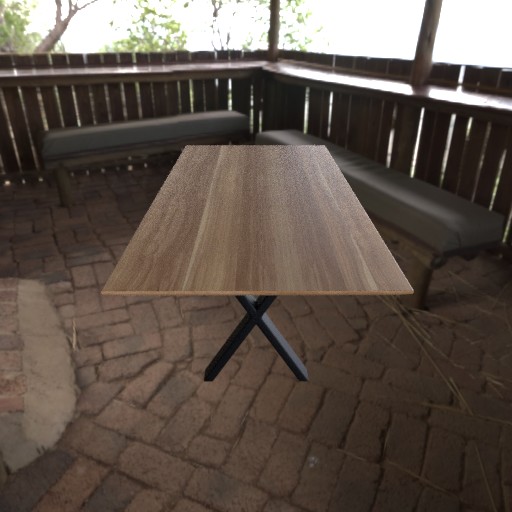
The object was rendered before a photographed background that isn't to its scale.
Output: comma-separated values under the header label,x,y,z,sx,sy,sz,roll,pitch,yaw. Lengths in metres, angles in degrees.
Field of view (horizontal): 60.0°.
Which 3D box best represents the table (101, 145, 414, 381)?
label,x,y,z,sx,sy,sz,roll,pitch,yaw
table,0.000,0.000,2.479,1.000,0.770,2.000,0,27,0
